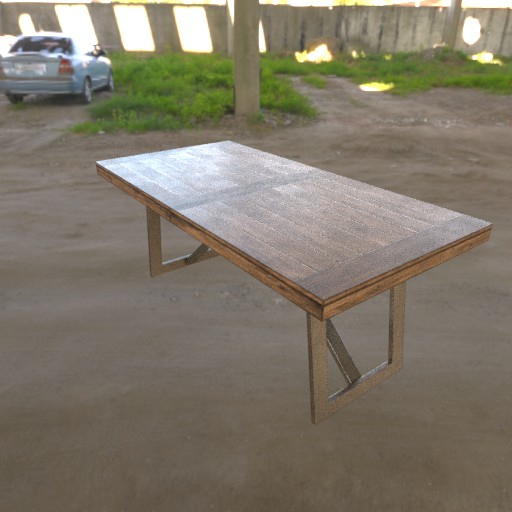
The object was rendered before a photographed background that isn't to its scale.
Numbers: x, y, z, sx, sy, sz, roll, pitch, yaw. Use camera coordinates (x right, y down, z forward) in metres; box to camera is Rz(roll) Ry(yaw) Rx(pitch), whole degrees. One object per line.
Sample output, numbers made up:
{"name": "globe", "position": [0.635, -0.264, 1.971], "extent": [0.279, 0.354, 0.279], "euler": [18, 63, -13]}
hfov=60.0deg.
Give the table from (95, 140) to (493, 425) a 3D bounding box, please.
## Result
{"name": "table", "position": [0.000, 0.000, 2.332], "extent": [0.931, 0.757, 1.867], "euler": [-19, 32, -32]}
